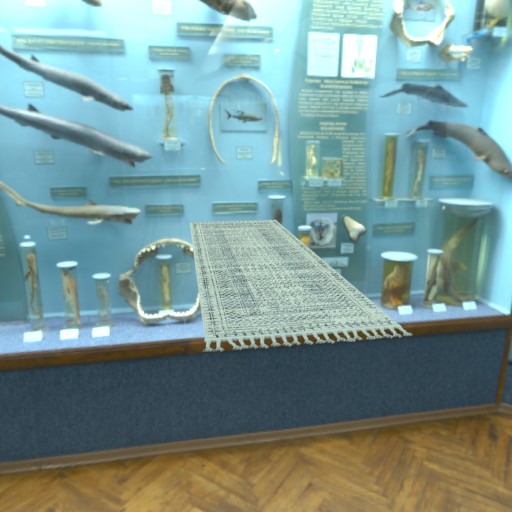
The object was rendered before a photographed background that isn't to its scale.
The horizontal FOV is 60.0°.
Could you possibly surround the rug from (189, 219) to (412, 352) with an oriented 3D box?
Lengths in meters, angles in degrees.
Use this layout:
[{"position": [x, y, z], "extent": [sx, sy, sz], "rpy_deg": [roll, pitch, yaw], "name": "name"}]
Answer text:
[{"position": [0.000, 0.000, 2.763], "extent": [0.786, 0.013, 2.480], "rpy_deg": [-2, 15, -9], "name": "rug"}]
